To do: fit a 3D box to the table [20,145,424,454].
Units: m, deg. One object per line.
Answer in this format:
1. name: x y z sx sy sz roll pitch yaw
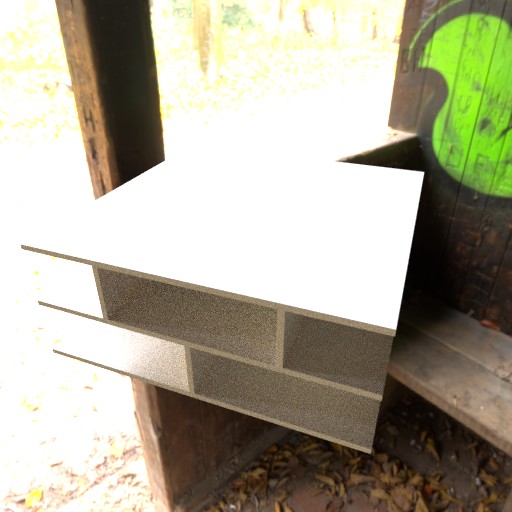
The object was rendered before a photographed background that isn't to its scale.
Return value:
1. table: 0.000 0.000 1.094 0.700 0.289 0.700 11 32 18
